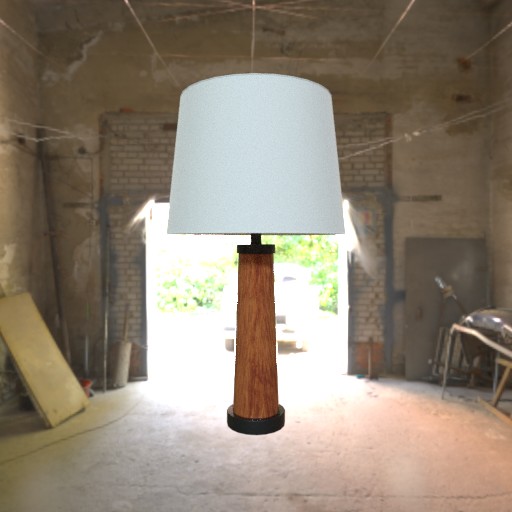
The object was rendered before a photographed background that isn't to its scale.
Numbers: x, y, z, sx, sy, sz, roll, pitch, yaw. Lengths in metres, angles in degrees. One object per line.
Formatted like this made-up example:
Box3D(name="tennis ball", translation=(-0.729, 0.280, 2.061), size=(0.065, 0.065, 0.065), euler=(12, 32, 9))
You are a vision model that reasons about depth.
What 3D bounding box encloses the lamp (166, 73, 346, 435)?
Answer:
Box3D(name="lamp", translation=(0.000, 0.000, 0.875), size=(0.349, 0.667, 0.349), euler=(0, 2, 0))
